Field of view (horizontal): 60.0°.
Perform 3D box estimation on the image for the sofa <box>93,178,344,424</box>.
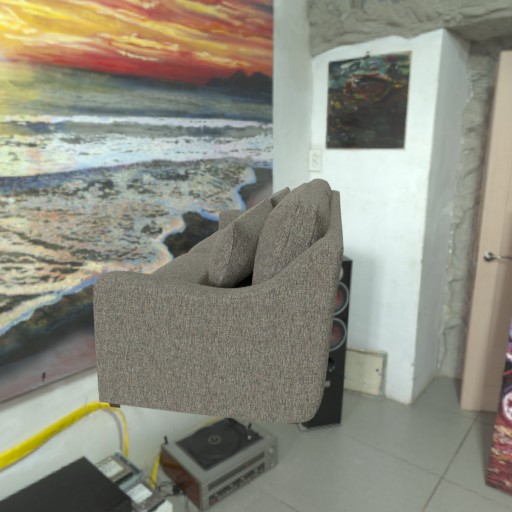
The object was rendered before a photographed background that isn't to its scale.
[{"bbox_3d":[0.000,0.000,2.997,1.103,0.998,2.418,2,14,10],"label":"sofa"}]
